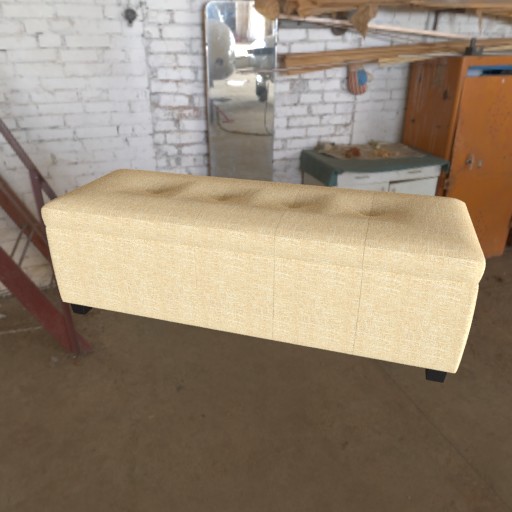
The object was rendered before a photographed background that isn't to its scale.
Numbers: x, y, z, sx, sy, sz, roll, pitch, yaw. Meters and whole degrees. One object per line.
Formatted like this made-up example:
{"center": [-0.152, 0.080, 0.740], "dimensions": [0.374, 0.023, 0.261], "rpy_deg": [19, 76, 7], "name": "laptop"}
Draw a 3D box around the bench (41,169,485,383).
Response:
{"center": [0.000, 0.000, 1.411], "dimensions": [1.219, 0.406, 0.432], "rpy_deg": [8, 28, 15], "name": "bench"}
